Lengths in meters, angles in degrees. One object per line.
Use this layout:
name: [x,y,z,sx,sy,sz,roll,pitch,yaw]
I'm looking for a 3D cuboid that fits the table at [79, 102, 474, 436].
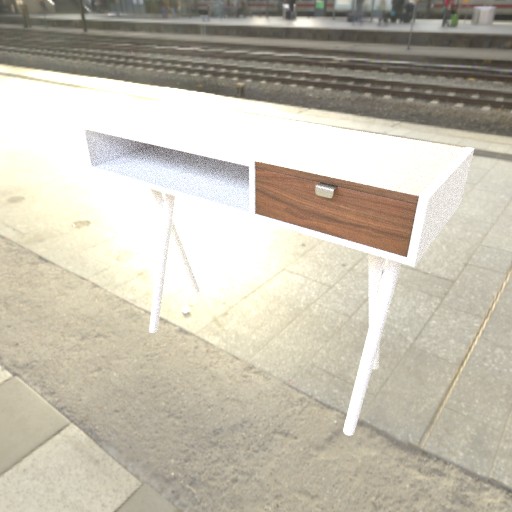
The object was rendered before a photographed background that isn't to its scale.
table: [0.000,0.000,1.439,1.066,0.785,0.418,19,35,30]
